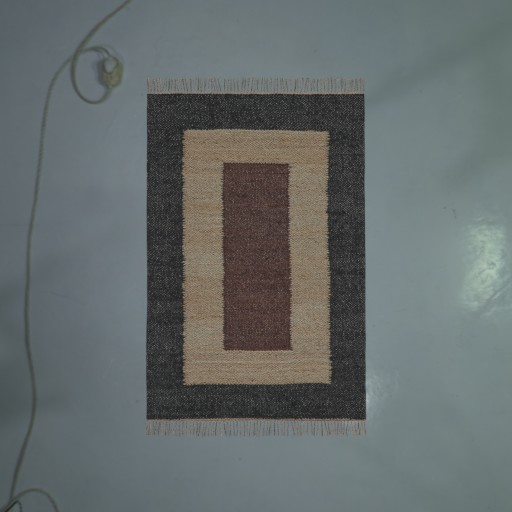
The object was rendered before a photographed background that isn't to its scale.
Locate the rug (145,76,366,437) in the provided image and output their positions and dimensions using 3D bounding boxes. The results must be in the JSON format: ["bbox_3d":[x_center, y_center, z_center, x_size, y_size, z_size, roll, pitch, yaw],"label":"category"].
[{"bbox_3d":[0.000,0.000,2.475,1.224,0.027,2.021,0,89,0],"label":"rug"}]
